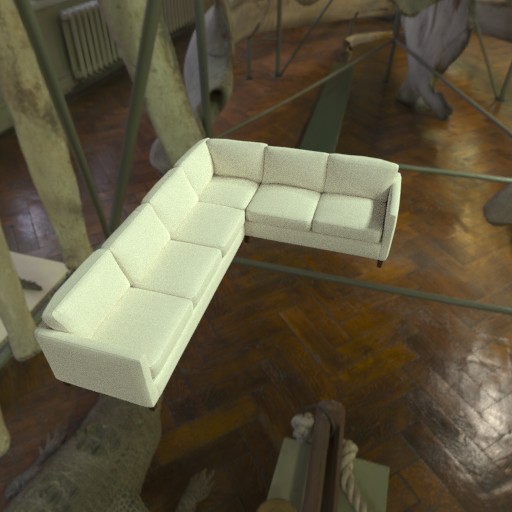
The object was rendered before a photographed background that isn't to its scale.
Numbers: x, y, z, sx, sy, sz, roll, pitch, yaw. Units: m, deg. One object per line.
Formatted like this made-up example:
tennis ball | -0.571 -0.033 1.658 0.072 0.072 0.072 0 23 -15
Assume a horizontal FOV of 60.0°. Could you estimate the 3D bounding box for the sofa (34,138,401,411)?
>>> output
sofa | 0.000 0.000 4.382 2.593 0.947 3.302 11 41 13
